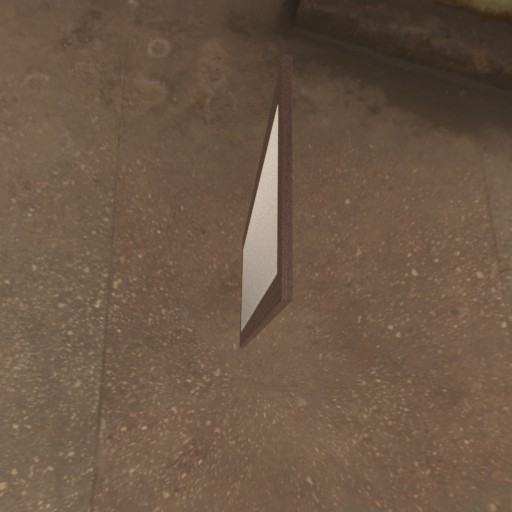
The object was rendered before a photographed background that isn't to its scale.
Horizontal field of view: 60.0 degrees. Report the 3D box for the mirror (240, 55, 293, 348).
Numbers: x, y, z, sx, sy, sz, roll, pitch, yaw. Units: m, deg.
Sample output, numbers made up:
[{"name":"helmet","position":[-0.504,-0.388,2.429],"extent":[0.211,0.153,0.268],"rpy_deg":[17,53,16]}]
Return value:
[{"name":"mirror","position":[0.000,0.000,2.319],"extent":[0.221,2.020,0.812],"rpy_deg":[1,74,0]}]
